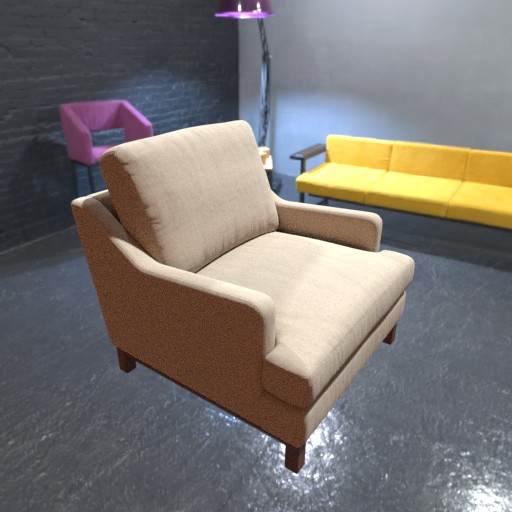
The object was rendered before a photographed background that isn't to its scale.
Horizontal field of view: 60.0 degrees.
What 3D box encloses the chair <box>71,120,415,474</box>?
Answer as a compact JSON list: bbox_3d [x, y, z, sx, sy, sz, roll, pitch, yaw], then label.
[{"bbox_3d":[0.000,0.000,1.731,1.001,0.916,0.912,17,31,32],"label":"chair"}]
